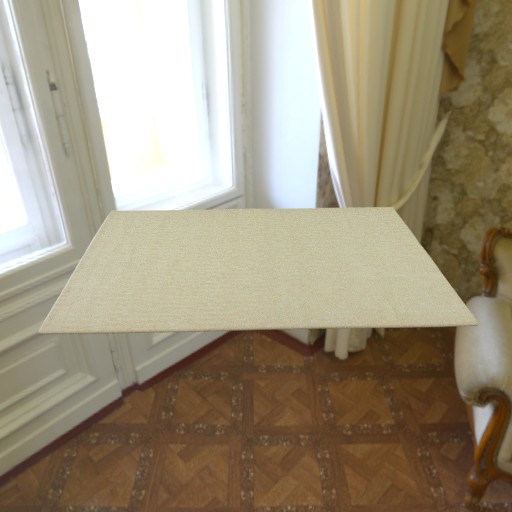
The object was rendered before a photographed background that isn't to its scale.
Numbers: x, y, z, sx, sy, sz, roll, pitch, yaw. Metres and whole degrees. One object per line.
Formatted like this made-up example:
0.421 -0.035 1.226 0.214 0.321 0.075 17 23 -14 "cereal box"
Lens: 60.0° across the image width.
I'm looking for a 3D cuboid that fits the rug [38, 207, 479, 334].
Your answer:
0.000 0.000 2.366 1.848 0.014 1.238 -1 30 -2 "rug"
